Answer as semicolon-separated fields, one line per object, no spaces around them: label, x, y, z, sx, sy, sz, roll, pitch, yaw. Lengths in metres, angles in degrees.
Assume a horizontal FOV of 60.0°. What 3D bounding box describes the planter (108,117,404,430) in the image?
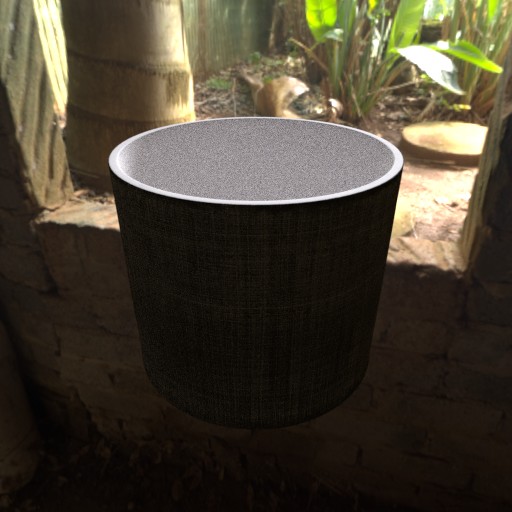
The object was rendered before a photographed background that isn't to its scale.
planter;0.000;0.000;0.451;0.254;0.221;0.254;0;30;0
